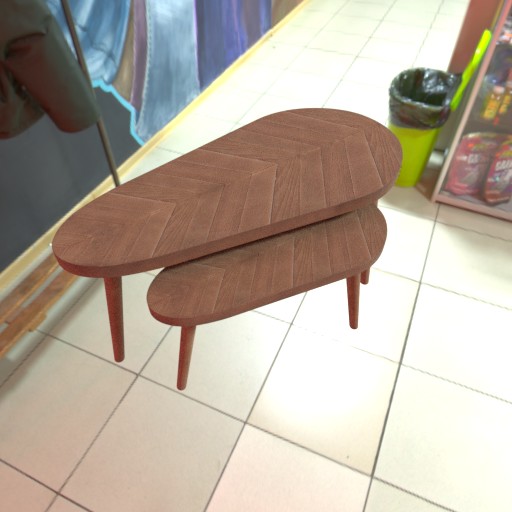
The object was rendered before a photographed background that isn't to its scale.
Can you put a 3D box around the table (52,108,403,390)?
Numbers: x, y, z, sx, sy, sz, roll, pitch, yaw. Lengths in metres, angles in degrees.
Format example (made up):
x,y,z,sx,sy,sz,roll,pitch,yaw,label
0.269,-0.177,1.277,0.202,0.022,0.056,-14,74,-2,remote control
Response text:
x,y,z,sx,sy,sz,roll,pitch,yaw,label
0.000,0.000,1.572,1.190,0.595,0.701,-26,52,-22,table
